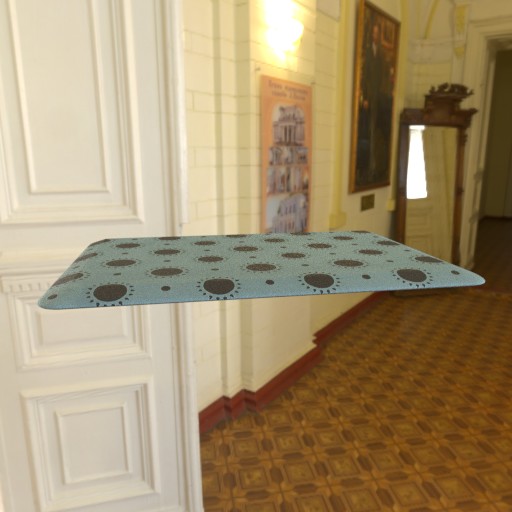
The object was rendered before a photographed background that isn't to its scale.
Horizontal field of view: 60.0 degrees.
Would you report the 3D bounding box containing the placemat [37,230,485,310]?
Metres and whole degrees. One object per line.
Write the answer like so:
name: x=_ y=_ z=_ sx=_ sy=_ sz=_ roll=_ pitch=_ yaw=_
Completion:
placemat: x=0.000 y=0.000 z=0.955 sx=0.762 sy=0.021 sz=0.508 roll=-2 pitch=13 yaw=-10
